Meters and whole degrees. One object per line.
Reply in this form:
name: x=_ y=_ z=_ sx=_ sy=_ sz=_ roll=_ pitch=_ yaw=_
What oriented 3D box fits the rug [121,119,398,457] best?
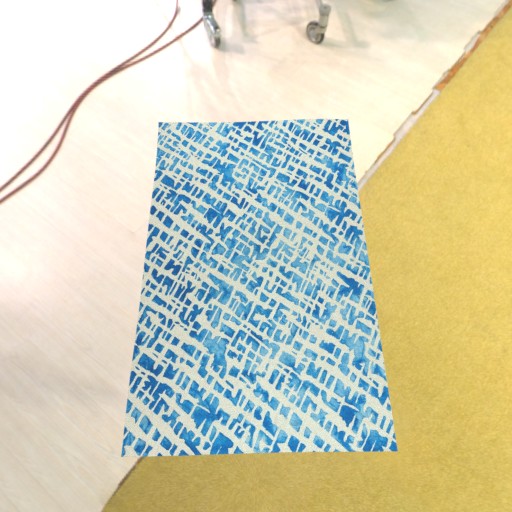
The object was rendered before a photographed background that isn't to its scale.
rug: x=0.000 y=0.000 z=2.991 sx=1.520 sy=0.011 sz=2.447 roll=-1 pitch=63 yaw=0
